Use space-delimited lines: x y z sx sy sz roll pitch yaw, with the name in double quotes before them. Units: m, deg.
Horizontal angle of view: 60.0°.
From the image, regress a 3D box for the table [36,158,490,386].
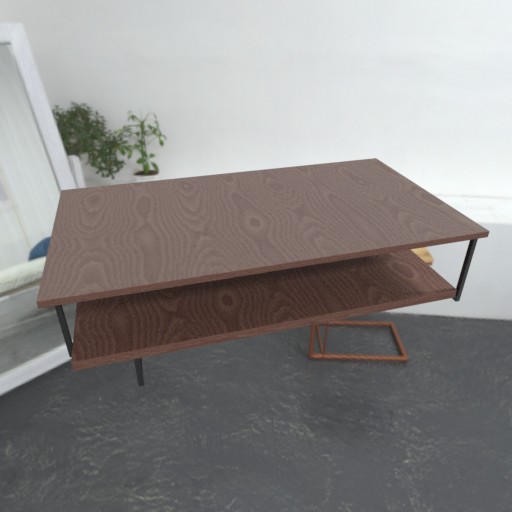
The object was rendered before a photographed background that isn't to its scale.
"table" 0.000 0.000 1.477 1.197 0.347 0.651 -8 32 -14
